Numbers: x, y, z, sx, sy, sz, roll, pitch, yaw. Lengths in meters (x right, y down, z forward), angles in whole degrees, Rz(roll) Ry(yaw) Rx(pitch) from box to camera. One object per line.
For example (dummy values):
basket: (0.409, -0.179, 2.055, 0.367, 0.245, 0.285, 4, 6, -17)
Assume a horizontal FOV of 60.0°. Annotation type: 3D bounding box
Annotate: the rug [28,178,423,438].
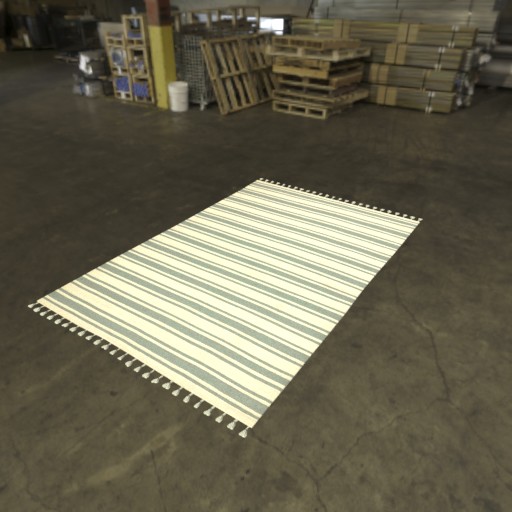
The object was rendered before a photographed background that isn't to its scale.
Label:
rug: (0.000, 0.000, 3.018, 1.539, 0.011, 2.410, 20, 37, 29)
